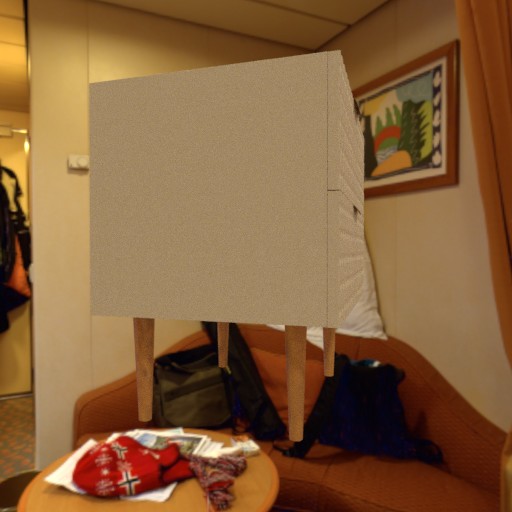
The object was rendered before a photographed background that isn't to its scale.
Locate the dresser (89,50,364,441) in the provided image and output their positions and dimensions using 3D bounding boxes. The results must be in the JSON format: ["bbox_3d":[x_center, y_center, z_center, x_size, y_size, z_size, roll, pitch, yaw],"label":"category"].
[{"bbox_3d":[0.000,0.000,0.904,0.414,0.568,0.503,0,1,17],"label":"dresser"}]
